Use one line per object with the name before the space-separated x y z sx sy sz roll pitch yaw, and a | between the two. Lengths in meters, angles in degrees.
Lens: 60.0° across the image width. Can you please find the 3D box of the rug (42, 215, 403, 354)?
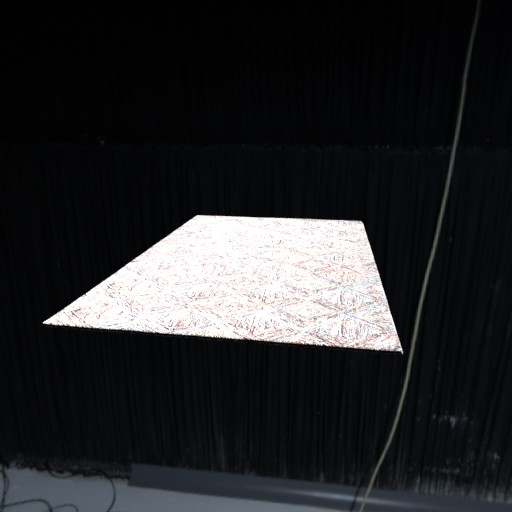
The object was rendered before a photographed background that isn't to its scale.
rug | 0.000 0.000 2.191 1.143 0.014 1.761 3 17 9
